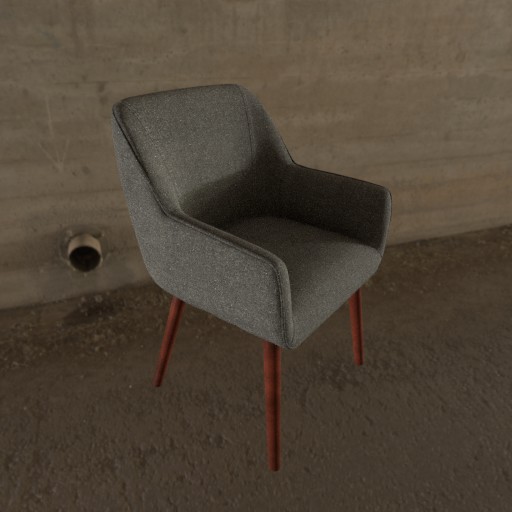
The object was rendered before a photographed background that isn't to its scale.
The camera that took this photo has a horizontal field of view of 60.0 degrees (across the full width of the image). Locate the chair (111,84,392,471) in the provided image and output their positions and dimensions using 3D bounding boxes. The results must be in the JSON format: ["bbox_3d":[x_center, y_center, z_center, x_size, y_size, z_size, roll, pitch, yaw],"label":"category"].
[{"bbox_3d":[0.000,0.000,1.174,0.519,0.803,0.543,19,33,32],"label":"chair"}]
